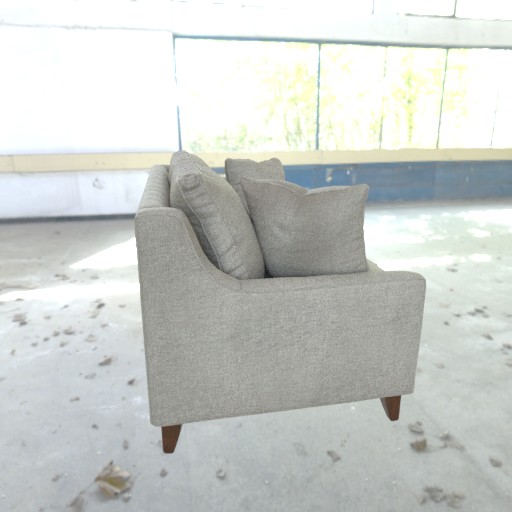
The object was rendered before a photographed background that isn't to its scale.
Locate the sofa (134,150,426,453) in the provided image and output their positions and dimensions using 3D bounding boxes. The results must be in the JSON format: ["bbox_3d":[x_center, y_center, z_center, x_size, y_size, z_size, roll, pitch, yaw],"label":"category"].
[{"bbox_3d":[0.000,0.000,1.976,0.915,0.863,1.422,-3,17,-11],"label":"sofa"}]
